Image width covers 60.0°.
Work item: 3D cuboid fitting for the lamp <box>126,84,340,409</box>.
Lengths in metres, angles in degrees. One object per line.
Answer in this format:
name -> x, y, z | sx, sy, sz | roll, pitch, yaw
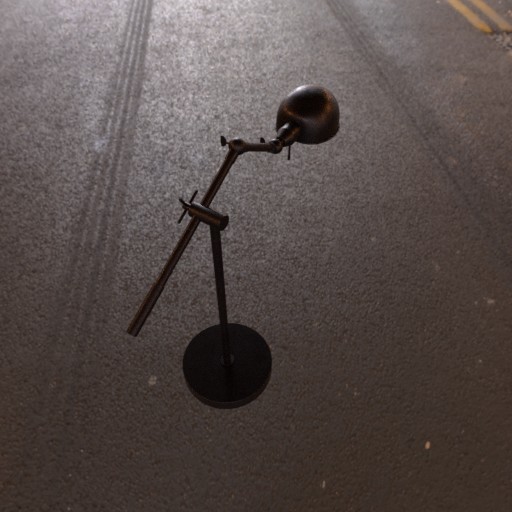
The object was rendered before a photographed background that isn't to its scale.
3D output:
lamp -> 0.000, 0.000, 0.820 | 0.185, 0.495, 0.567 | 25, 52, 22
